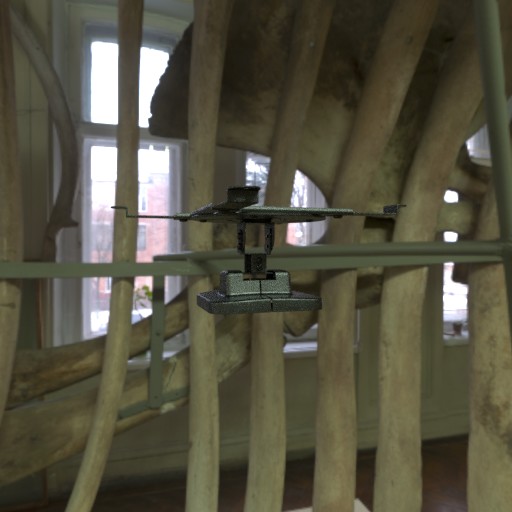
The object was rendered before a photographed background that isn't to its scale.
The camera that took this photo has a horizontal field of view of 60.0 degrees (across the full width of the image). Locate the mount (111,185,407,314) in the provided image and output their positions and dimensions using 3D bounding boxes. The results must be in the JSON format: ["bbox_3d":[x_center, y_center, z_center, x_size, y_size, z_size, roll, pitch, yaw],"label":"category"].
[{"bbox_3d":[0.000,0.000,0.631,0.394,0.141,0.394,0,1,-18],"label":"mount"}]
